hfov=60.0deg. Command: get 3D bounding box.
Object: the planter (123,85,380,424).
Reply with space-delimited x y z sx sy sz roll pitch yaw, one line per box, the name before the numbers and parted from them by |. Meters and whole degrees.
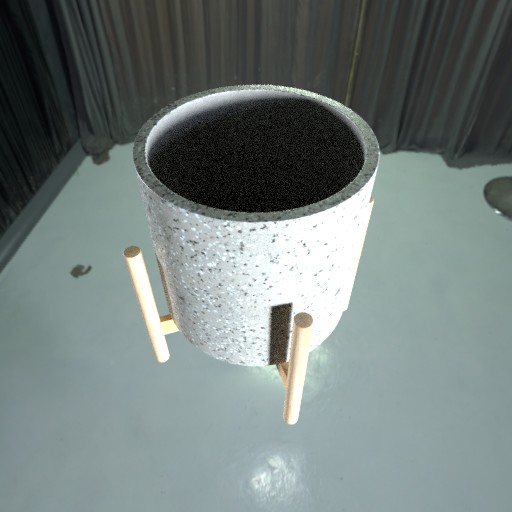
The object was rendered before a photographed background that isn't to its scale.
planter | 0.000 0.000 0.705 0.360 0.419 0.360 3 47 3
